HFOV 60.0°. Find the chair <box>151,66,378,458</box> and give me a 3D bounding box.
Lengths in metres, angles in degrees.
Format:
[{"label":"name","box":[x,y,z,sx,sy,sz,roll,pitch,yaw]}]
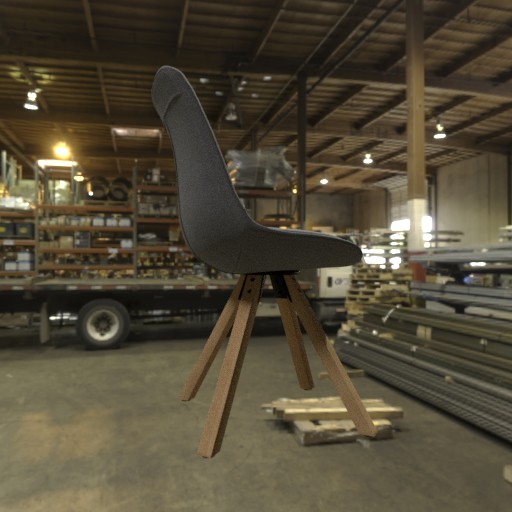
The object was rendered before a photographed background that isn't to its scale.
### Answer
[{"label":"chair","box":[0.000,0.000,1.192,0.549,0.863,0.474,0,0,-15]}]
